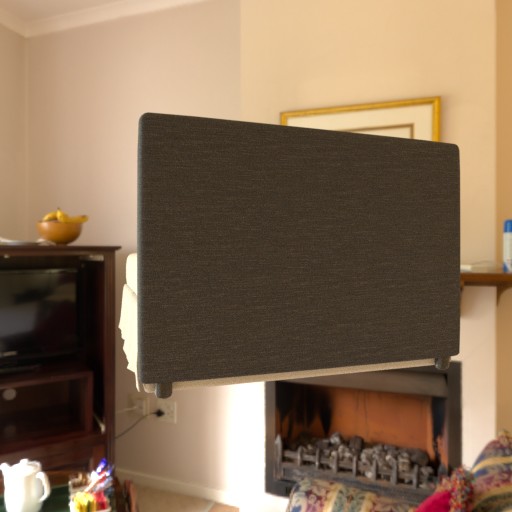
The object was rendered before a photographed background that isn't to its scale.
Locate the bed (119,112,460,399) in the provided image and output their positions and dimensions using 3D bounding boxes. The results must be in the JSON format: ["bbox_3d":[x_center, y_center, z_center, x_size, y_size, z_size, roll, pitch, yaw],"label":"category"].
[{"bbox_3d":[0.000,0.000,3.279,1.884,1.330,2.142,0,0,-19],"label":"bed"}]
